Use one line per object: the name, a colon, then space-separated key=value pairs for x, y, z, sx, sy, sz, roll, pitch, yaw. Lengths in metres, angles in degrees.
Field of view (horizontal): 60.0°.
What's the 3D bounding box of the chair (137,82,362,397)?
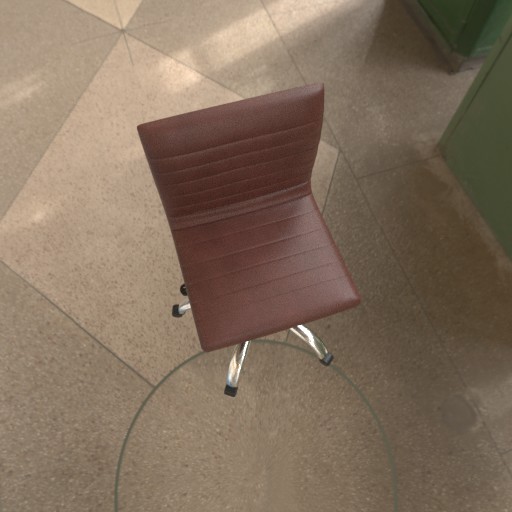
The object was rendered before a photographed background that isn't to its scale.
chair: x=0.000 y=0.000 z=1.159 sx=0.556 sy=0.780 sz=0.530 roll=-16 pitch=65 yaw=-8
